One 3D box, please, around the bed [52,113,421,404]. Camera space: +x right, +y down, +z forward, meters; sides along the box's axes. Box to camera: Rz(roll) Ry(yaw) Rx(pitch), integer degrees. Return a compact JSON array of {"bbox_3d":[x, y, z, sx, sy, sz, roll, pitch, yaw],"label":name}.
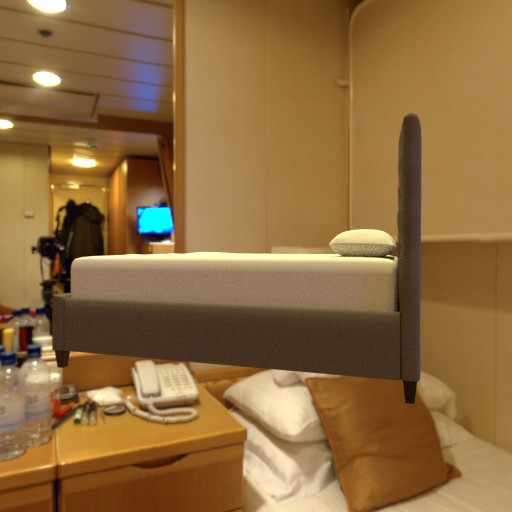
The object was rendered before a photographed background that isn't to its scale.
[{"bbox_3d":[0.000,0.000,3.286,2.233,1.426,1.696,0,1,18],"label":"bed"}]
